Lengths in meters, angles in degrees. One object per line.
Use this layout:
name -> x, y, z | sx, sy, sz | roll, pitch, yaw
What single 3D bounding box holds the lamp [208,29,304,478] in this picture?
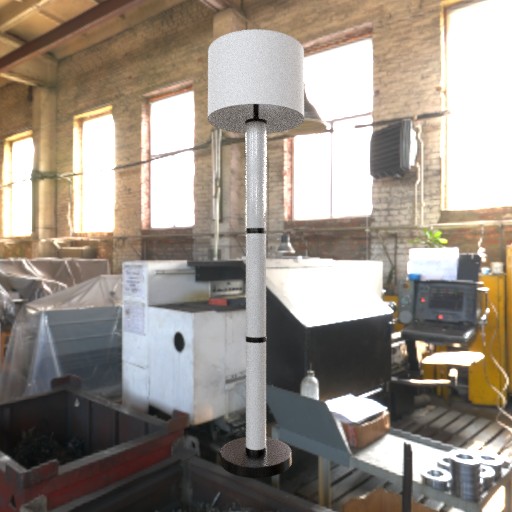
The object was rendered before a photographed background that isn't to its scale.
lamp -> 0.000, 0.000, 1.738 | 0.377, 1.599, 0.377 | 0, 0, 2
